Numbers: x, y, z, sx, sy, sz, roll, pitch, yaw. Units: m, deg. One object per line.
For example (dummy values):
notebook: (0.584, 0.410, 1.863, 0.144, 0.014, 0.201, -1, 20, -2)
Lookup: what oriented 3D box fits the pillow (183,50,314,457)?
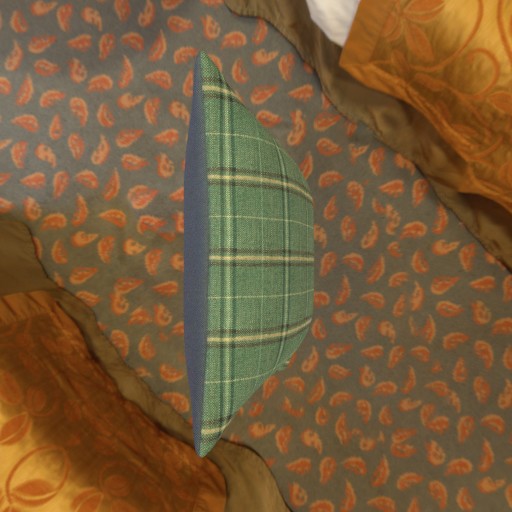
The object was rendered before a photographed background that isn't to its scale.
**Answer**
pillow: (0.000, 0.000, 0.703, 0.200, 0.430, 0.453, 0, 89, 1)
